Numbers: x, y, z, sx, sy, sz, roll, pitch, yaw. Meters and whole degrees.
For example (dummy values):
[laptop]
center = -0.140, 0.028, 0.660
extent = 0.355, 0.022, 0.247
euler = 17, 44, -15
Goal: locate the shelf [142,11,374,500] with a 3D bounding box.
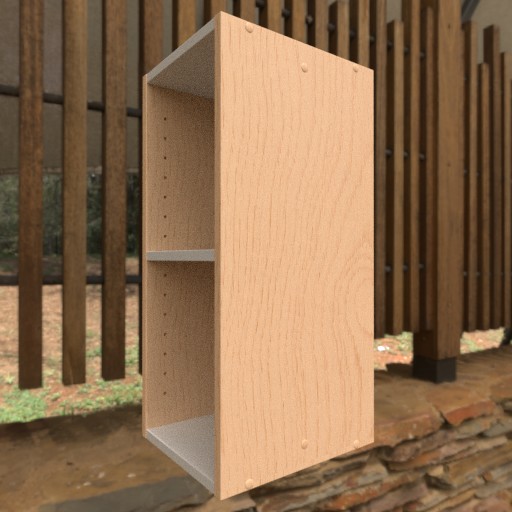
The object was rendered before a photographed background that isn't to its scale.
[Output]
[shelf]
center = 0.000, 0.000, 0.728
extent = 0.290, 0.600, 0.250
euler = 0, 0, -36
